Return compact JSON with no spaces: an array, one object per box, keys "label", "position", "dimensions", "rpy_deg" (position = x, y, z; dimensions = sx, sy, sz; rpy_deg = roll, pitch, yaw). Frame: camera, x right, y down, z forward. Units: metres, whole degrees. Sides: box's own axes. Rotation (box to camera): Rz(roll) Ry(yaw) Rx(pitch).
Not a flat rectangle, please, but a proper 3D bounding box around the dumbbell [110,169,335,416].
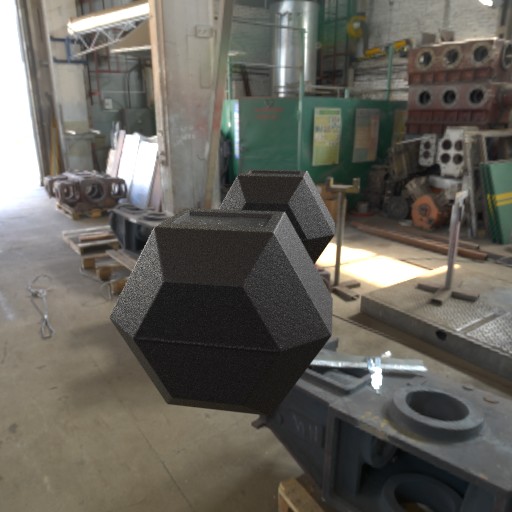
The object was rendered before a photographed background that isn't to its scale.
[{"label":"dumbbell","position":[0.000,0.000,0.409],"dimensions":[0.142,0.123,0.337],"rpy_deg":[3,18,10]}]
